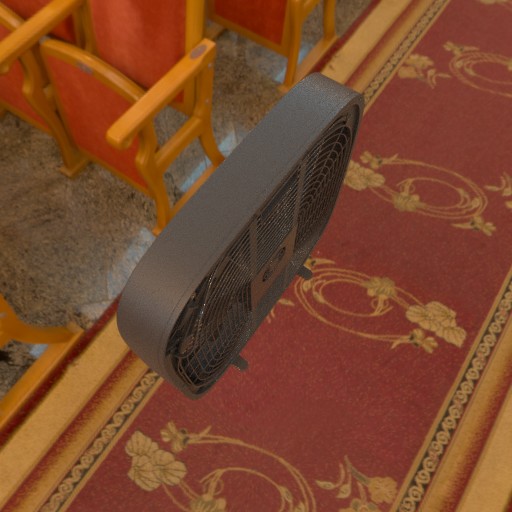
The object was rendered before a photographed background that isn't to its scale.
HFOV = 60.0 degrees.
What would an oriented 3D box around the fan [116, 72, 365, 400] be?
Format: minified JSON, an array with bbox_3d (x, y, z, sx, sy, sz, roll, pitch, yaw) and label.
[{"bbox_3d":[0.000,0.000,0.807,0.142,0.533,0.526,32,69,14],"label":"fan"}]
